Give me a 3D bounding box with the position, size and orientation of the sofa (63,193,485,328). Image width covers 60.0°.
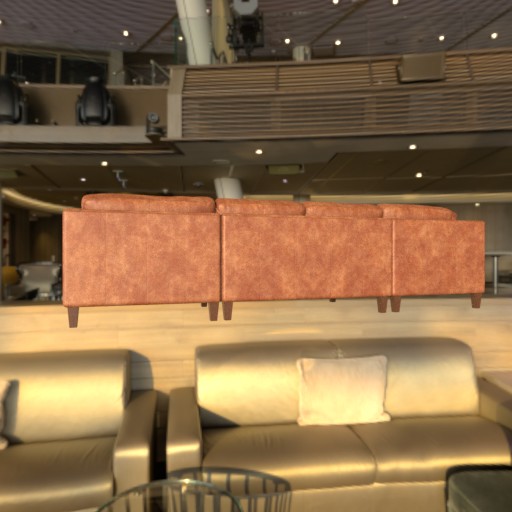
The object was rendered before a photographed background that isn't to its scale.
[{"bbox_3d":[0.000,0.000,4.418,3.324,0.888,2.452,0,0,-18],"label":"sofa"}]
